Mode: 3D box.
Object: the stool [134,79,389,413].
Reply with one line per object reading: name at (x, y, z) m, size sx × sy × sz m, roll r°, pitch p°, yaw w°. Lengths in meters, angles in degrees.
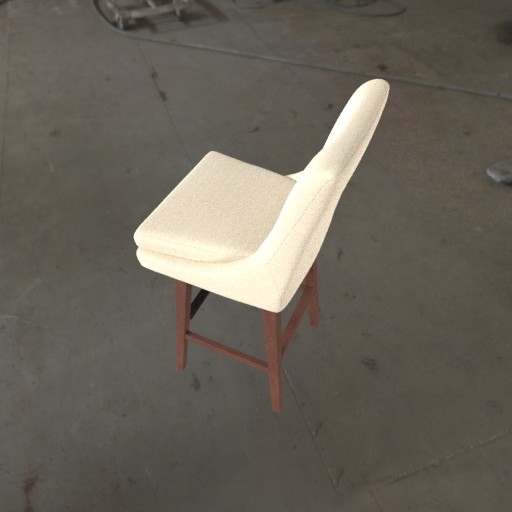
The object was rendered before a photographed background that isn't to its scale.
stool at (0.000, 0.000, 1.417) m, size 0.559 × 1.093 × 0.483 m, roll 18°, pitch 49°, yaw 17°
